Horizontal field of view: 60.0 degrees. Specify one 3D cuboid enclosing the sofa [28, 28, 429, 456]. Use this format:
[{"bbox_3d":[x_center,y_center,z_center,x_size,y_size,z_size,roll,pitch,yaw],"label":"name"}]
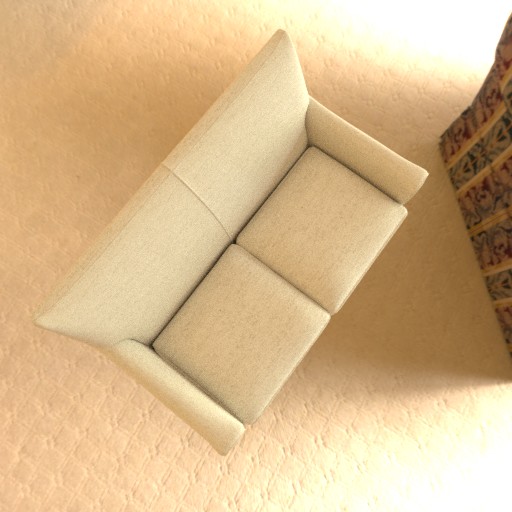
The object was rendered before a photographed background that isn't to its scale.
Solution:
[{"bbox_3d":[0.000,0.000,2.032,0.891,0.892,1.482,37,80,8],"label":"sofa"}]
